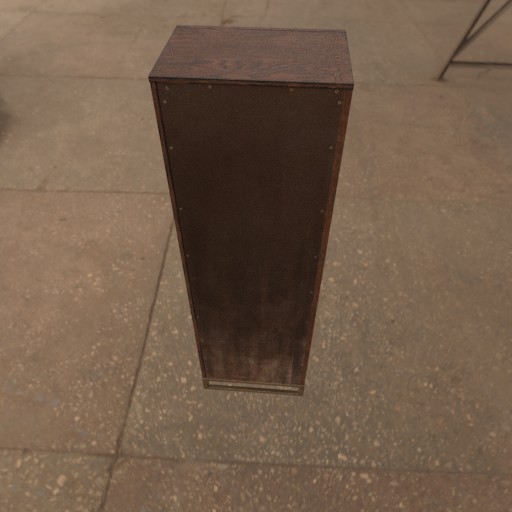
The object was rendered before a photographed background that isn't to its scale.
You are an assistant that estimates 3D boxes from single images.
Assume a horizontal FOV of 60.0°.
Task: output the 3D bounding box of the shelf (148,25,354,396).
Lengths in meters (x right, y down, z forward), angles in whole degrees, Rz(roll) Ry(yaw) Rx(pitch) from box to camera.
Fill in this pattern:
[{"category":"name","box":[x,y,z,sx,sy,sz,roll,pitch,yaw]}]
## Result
[{"category":"shelf","box":[0.000,0.000,1.909,0.539,1.732,0.395,3,47,3]}]
